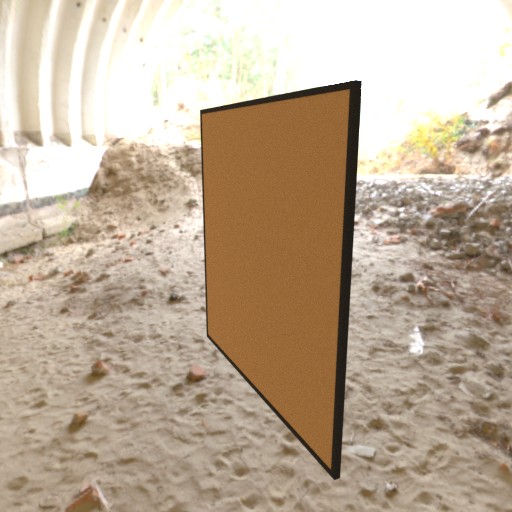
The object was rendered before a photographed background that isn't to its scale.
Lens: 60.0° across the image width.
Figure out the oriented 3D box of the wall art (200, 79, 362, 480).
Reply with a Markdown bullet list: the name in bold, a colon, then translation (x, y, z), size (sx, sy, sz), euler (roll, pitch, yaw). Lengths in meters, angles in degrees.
- **wall art**: translation (0.000, 0.000, 0.992), size (0.015, 0.663, 0.664), euler (-7, 16, -25)
